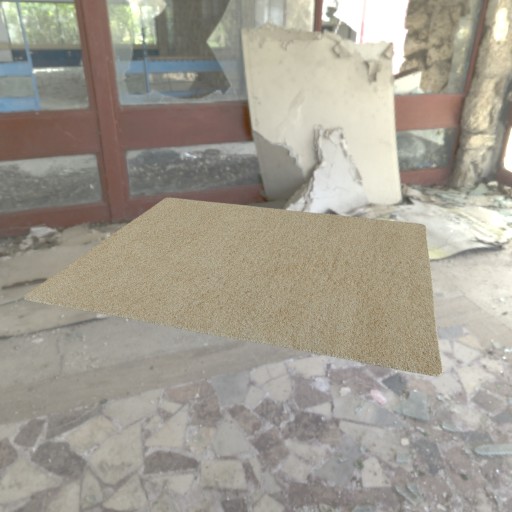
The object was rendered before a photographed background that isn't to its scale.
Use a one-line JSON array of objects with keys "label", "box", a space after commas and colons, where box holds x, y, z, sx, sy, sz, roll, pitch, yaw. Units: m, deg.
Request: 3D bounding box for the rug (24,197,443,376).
[{"label": "rug", "box": [0.000, 0.000, 4.004, 3.001, 0.025, 2.401, 8, 28, 15]}]
